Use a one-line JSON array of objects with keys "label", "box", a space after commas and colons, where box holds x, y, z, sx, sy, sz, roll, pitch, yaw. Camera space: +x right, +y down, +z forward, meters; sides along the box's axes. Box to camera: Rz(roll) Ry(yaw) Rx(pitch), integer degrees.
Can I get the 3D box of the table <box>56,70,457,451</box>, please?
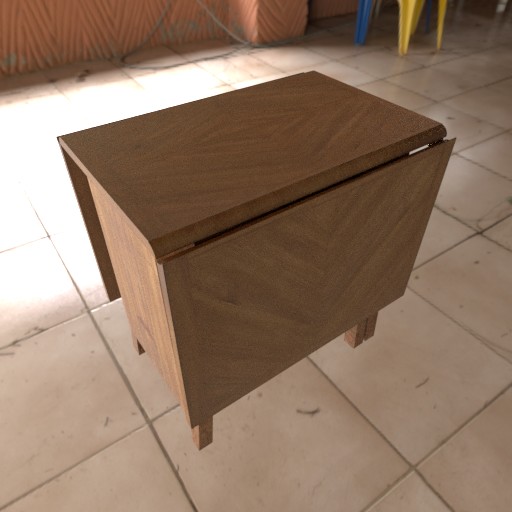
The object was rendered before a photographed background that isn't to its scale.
[{"label": "table", "box": [0.000, 0.000, 1.627, 0.967, 0.981, 0.701, -25, 47, -26]}]
